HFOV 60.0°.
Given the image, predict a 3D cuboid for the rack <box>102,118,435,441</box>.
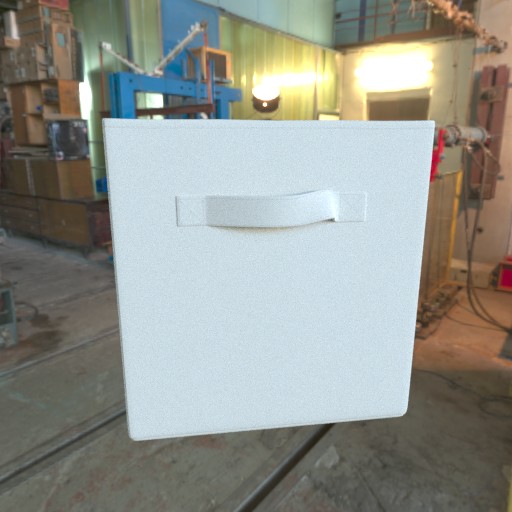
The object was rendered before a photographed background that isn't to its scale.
[{"bbox_3d":[0.000,0.000,0.493,0.270,0.280,0.270,-2,15,-8],"label":"rack"}]
